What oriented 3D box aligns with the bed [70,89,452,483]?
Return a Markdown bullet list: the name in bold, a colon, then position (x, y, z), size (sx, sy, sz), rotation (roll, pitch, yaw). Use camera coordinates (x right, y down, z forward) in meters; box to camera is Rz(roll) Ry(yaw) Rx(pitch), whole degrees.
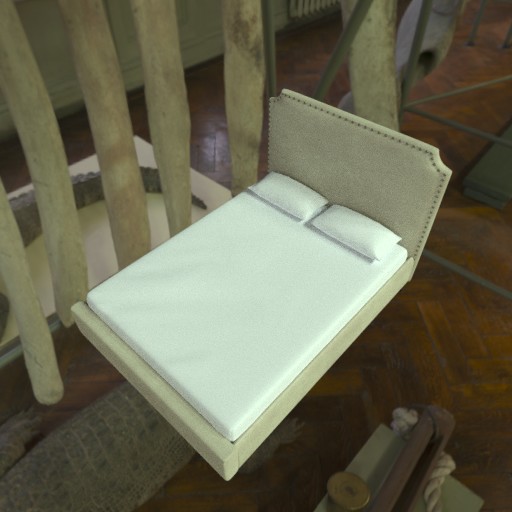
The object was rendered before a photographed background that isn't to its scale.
- **bed**: position (0.000, 0.000, 3.392), size (1.712, 1.443, 2.372), rotation (33, 54, 28)
